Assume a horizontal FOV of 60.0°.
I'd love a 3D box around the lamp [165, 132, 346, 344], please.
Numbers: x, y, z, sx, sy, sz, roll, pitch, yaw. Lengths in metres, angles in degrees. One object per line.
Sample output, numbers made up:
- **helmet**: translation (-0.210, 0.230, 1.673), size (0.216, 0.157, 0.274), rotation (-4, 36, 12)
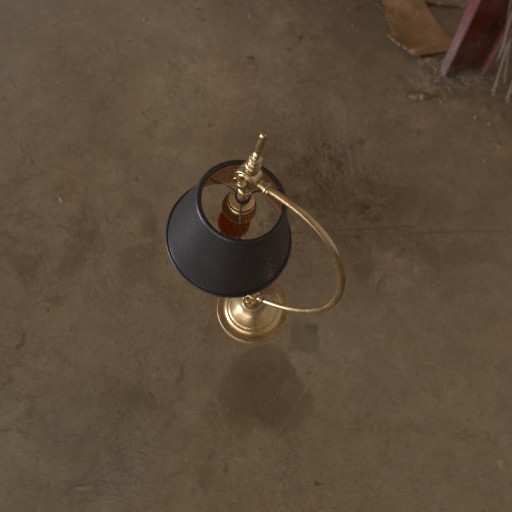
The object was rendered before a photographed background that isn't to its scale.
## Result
- **lamp**: translation (0.000, 0.000, 0.817), size (0.344, 0.675, 0.235), rotation (32, 68, 14)
